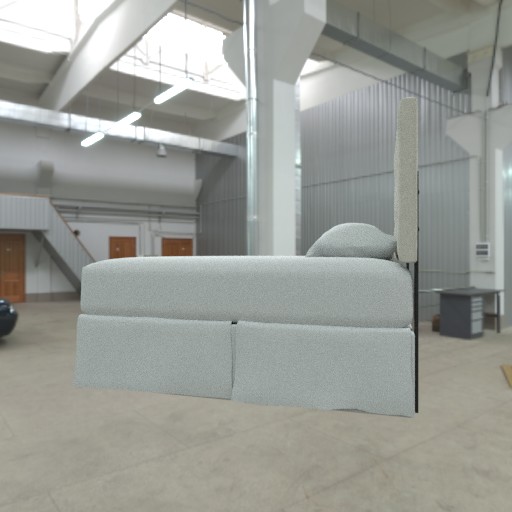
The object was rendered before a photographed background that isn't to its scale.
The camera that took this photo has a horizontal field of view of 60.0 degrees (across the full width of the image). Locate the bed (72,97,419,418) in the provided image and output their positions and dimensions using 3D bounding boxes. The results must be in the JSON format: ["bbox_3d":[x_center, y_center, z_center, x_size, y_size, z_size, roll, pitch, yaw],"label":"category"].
[{"bbox_3d":[0.000,0.000,2.975,1.997,1.571,1.261,0,0,16],"label":"bed"}]
